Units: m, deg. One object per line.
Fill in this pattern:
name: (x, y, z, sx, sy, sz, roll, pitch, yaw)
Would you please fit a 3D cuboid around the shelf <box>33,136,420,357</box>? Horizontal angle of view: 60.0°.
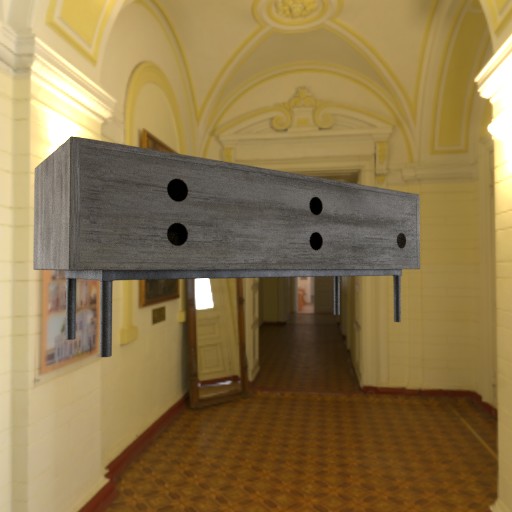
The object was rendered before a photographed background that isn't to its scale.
shelf: (0.000, 0.000, 1.501, 1.300, 0.495, 0.400, 1, -2, -37)
